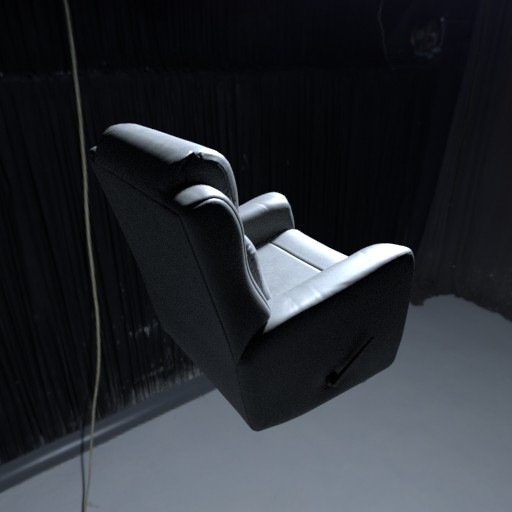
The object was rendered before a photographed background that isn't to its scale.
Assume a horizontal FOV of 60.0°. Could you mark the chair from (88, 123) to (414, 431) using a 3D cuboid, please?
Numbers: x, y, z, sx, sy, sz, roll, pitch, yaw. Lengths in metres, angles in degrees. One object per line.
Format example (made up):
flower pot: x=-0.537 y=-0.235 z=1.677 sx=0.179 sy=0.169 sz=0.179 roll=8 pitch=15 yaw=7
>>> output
chair: x=0.000 y=0.000 z=1.917 sx=1.068 sy=1.116 sz=0.967 roll=-17 pitch=30 yaw=-31
